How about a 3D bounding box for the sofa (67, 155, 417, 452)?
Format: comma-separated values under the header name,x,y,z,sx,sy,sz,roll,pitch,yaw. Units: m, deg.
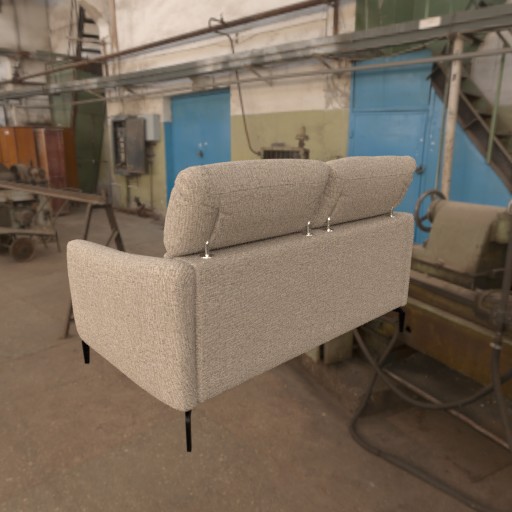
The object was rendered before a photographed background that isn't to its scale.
name,x,y,z,sx,sy,sz,roll,pitch,yaw
sofa,0.000,0.000,2.130,1.540,0.950,0.905,-13,20,-41
